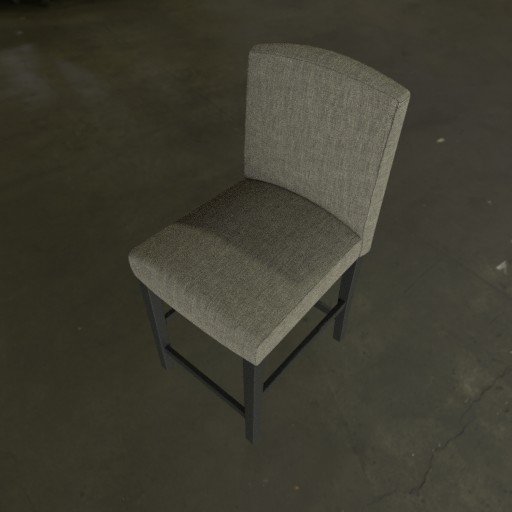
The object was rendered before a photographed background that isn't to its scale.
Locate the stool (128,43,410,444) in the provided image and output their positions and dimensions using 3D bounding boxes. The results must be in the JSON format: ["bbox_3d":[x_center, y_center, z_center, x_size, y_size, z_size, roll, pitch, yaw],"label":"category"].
[{"bbox_3d":[0.000,0.000,1.237,0.451,0.966,0.552,31,52,27],"label":"stool"}]
